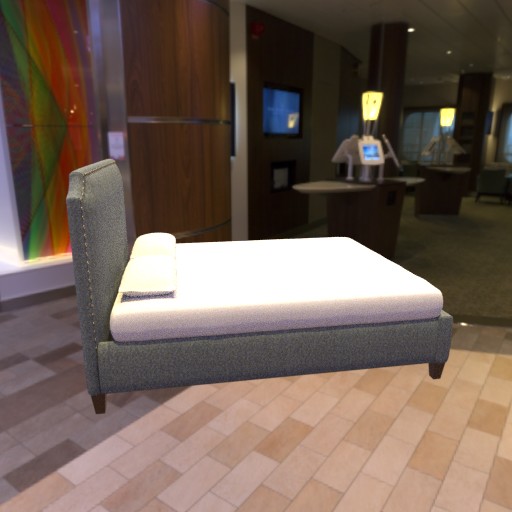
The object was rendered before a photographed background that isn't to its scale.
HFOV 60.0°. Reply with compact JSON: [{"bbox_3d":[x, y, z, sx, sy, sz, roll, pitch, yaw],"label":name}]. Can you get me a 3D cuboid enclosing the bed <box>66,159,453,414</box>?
[{"bbox_3d":[0.000,0.000,3.455,2.372,1.443,1.712,-3,15,-10],"label":"bed"}]
